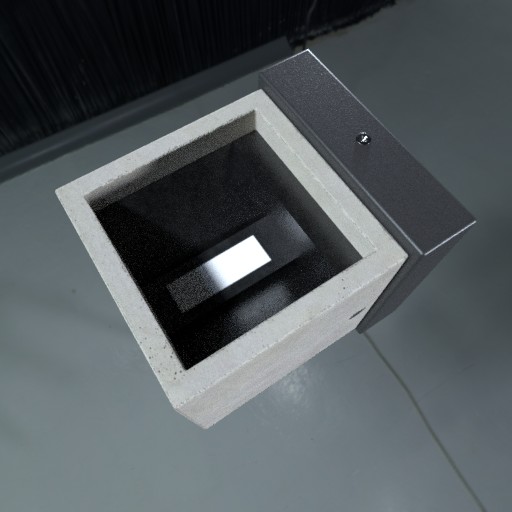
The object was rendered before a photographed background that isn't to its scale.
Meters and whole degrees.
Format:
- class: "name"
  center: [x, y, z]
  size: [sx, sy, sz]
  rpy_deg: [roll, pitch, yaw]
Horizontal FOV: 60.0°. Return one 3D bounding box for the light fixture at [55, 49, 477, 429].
- class: "light fixture"
  center: [0.000, 0.000, 0.243]
  size: [0.143, 0.121, 0.121]
  rpy_deg: [-31, 69, -13]
